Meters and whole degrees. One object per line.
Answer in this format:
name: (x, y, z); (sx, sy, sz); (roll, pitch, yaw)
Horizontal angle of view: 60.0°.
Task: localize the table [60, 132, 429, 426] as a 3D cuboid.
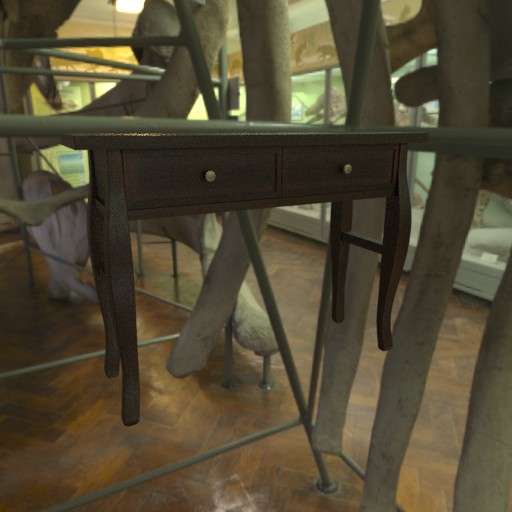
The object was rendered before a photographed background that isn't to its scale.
table: (0.000, 0.000, 1.439); (1.062, 0.768, 0.373); (-8, 18, -26)
